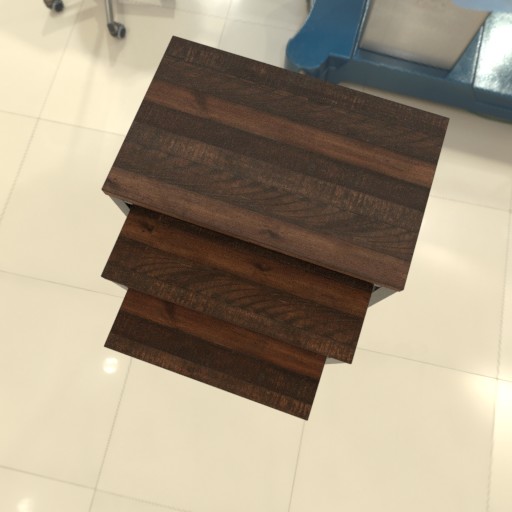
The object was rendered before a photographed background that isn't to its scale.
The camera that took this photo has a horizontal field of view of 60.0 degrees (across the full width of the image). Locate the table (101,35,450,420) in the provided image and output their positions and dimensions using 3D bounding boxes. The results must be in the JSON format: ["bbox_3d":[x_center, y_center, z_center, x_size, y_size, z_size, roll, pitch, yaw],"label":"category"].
[{"bbox_3d":[0.000,0.000,1.149,0.608,0.616,0.660,19,76,5],"label":"table"}]
